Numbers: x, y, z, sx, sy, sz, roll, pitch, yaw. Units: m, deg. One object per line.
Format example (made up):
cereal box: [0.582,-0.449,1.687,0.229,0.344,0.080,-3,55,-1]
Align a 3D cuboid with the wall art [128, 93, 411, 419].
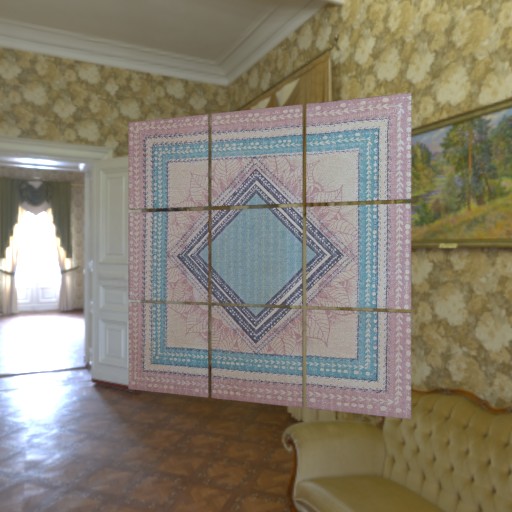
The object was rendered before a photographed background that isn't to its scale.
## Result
wall art: [0.000,0.000,2.309,1.527,1.525,0.014,0,0,18]
